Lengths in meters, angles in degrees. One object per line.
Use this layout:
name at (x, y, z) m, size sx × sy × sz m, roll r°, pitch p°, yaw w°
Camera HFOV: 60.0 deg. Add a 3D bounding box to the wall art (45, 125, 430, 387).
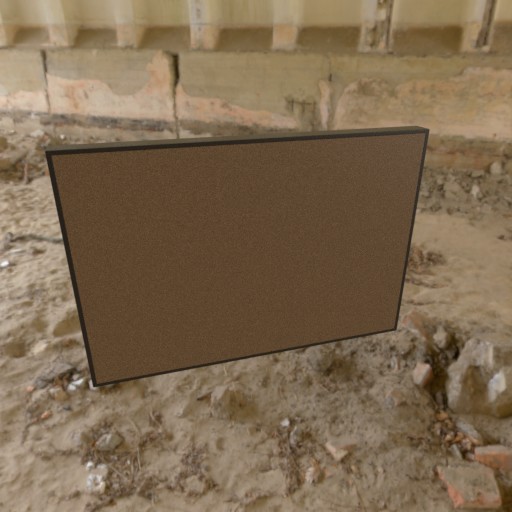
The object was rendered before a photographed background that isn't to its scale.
wall art at (0.000, 0.000, 1.210) m, size 0.939 × 0.640 × 0.058 m, roll -7°, pitch 27°, yaw -15°
